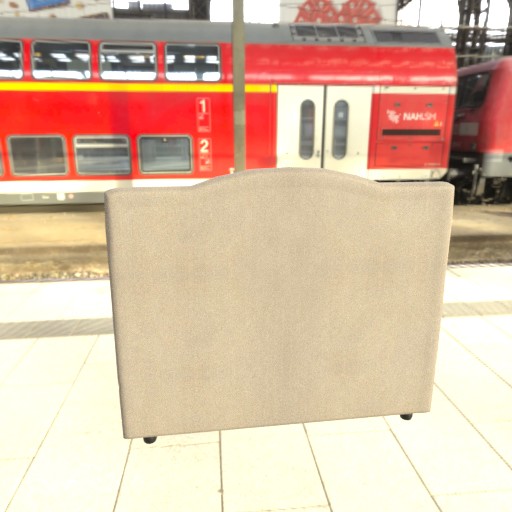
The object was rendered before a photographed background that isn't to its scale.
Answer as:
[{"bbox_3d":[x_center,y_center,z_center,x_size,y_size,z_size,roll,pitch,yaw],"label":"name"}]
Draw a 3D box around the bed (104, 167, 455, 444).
[{"bbox_3d":[0.000,0.000,3.240,1.744,1.441,2.128,-2,16,-8],"label":"bed"}]
